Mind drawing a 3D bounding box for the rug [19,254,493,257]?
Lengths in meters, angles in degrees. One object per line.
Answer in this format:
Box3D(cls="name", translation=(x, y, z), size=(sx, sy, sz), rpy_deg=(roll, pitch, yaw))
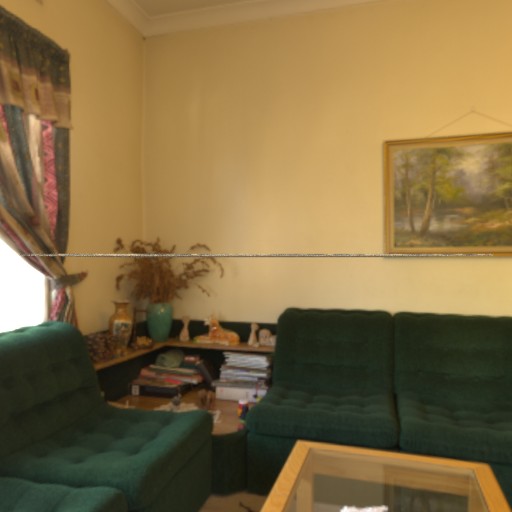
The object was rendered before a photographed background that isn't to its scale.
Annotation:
Box3D(cls="rug", translation=(0.000, 0.000, 2.054), size=(1.652, 0.006, 1.035), rpy_deg=(0, 0, 0))
